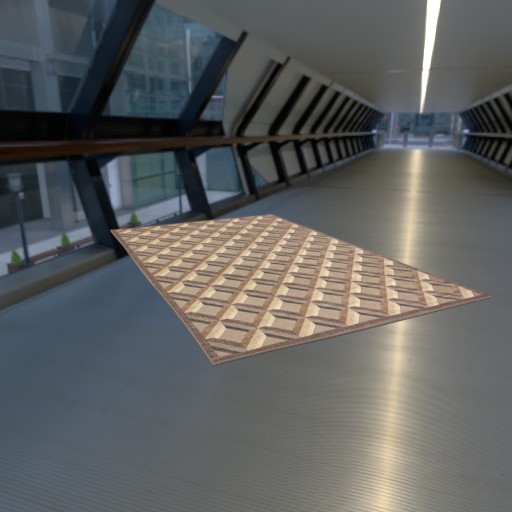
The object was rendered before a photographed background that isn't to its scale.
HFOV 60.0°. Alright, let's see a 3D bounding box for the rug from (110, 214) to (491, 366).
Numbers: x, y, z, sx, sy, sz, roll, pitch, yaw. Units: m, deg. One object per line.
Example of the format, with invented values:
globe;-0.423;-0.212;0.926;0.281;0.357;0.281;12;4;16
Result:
rug;0.000;0.000;2.083;1.066;0.011;1.677;-8;18;-25
